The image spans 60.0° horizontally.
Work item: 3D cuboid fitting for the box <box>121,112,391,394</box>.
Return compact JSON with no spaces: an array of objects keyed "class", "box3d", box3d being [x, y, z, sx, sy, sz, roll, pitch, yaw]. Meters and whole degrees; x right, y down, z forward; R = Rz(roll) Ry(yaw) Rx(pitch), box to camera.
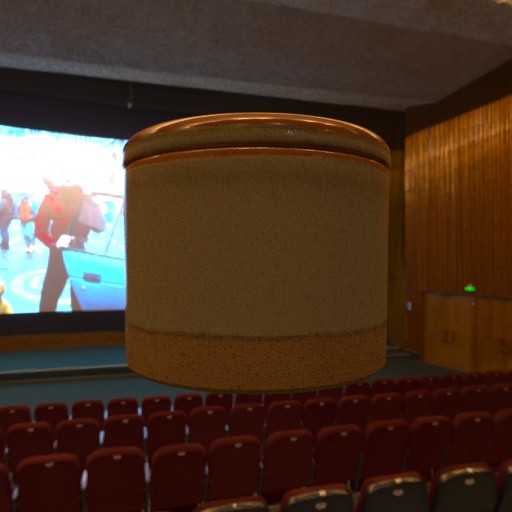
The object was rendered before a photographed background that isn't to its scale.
[{"class":"box","box3d":[0.000,0.000,0.211,0.123,0.100,0.123,0,0,0]}]
